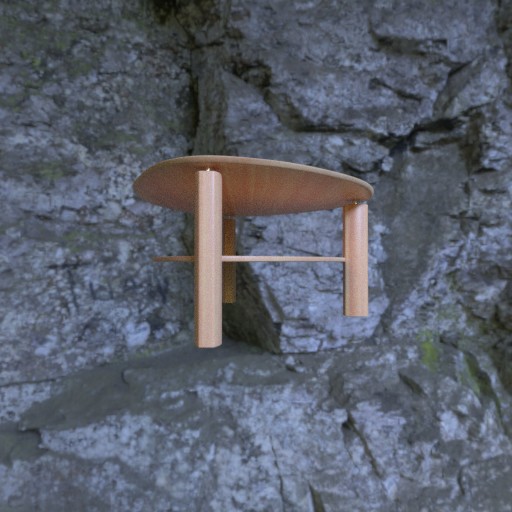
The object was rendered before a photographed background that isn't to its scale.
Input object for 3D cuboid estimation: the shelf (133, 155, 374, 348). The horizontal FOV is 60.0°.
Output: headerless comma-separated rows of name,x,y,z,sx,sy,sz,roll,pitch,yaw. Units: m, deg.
shelf,0.000,0.000,1.627,0.845,0.440,1.246,0,-1,-1
